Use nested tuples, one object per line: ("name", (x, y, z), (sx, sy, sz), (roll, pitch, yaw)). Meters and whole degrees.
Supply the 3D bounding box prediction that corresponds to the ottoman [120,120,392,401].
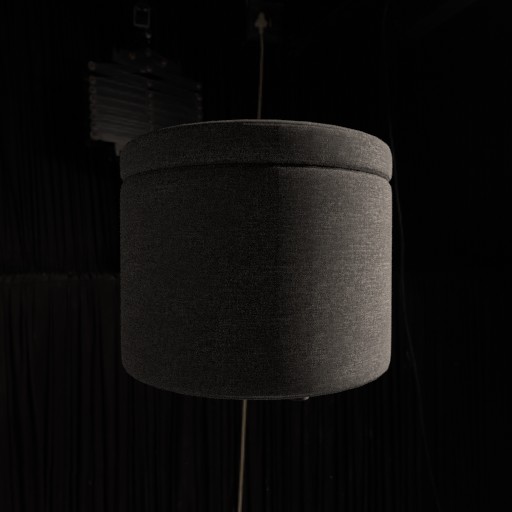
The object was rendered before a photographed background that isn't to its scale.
("ottoman", (0.000, 0.000, 0.855), (0.500, 0.419, 0.500), (0, 1, 0))
